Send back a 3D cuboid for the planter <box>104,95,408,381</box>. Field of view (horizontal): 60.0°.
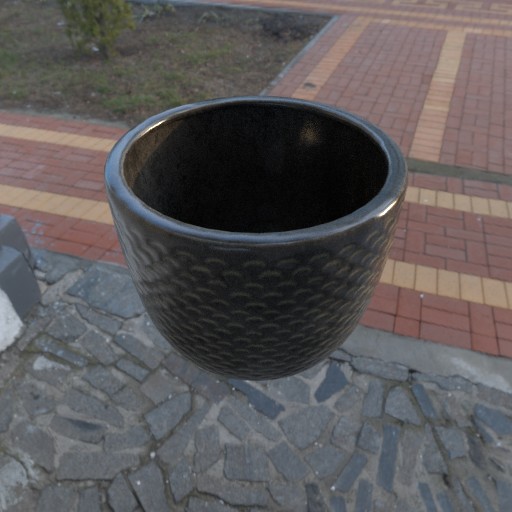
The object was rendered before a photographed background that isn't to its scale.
[{"bbox_3d":[0.000,0.000,0.307,0.172,0.160,0.172,0,41,0],"label":"planter"}]
